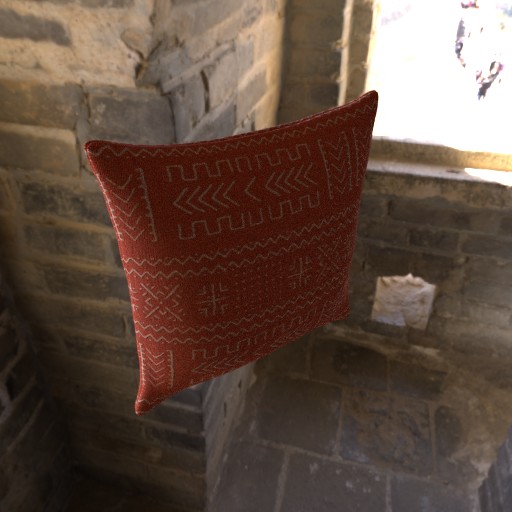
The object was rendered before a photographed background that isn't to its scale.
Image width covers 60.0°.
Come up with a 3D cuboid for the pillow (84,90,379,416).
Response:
[{"bbox_3d":[0.000,0.000,0.666,0.438,0.429,0.164,-19,37,-28],"label":"pillow"}]
